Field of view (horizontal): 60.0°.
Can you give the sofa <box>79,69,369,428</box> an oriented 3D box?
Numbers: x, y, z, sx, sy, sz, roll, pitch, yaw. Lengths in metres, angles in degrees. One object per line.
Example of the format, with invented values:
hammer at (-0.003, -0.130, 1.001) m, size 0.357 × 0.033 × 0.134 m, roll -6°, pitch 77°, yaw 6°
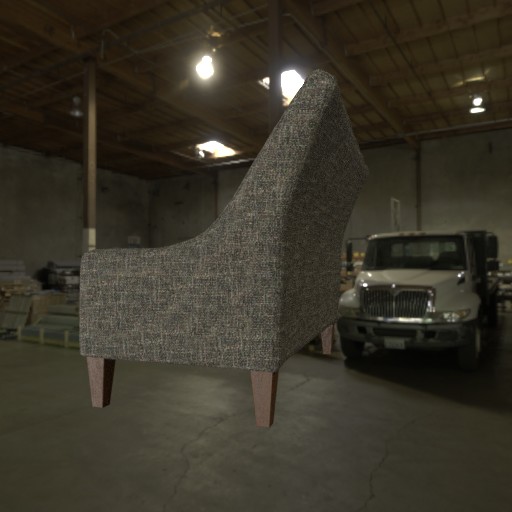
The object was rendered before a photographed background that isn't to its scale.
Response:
sofa at (0.000, 0.000, 1.913) m, size 0.870 × 1.021 × 1.242 m, roll 0°, pitch -2°, yaw 18°
